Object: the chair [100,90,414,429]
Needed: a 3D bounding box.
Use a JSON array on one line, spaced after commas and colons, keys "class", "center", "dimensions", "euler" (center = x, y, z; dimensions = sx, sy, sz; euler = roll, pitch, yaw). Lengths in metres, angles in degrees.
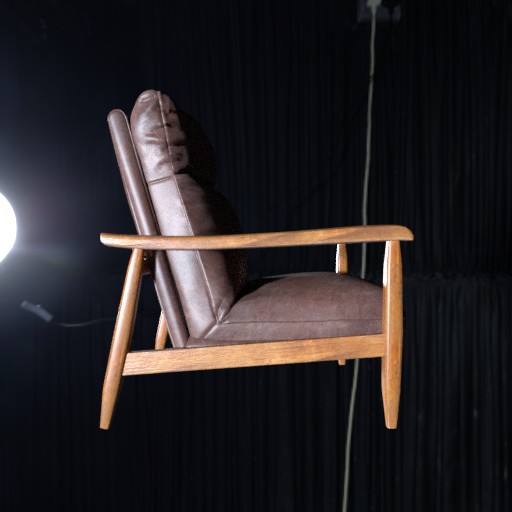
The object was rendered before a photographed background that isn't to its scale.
[{"class": "chair", "center": [0.000, 0.000, 1.485], "dimensions": [0.830, 0.897, 0.782], "euler": [0, 1, -1]}]
